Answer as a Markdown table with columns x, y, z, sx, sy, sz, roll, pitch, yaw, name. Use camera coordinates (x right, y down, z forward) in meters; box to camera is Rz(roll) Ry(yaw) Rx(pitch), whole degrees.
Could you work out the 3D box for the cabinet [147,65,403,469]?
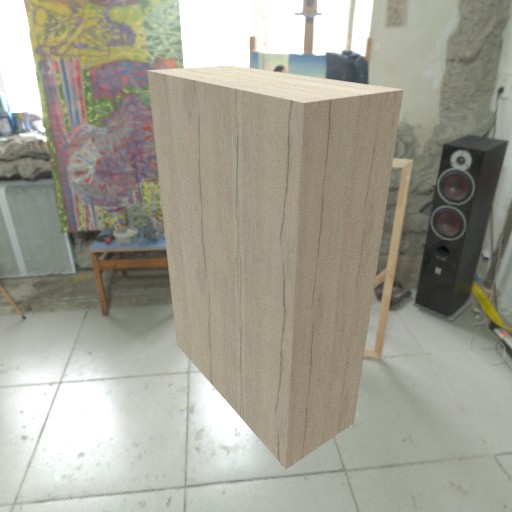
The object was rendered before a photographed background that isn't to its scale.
| x | y | z | sx | sy | sz | roll | pitch | yaw | name |
| --- | --- | --- | --- | --- | --- | --- | --- | --- | --- |
| 0.000 | 0.000 | 2.766 | 0.580 | 2.070 | 1.400 | -19 | 34 | -31 | cabinet |
